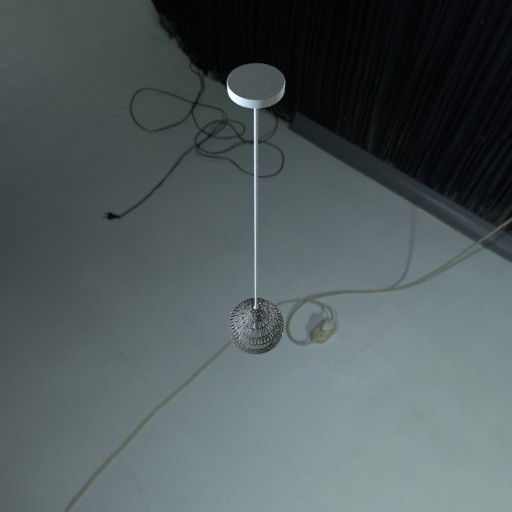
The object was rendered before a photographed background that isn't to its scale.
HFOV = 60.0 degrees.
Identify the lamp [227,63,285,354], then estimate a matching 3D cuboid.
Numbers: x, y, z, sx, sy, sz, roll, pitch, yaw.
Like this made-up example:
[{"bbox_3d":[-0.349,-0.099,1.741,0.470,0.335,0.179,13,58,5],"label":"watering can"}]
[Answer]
[{"bbox_3d":[0.000,0.000,2.096,0.355,1.919,0.355,32,63,18],"label":"lamp"}]
